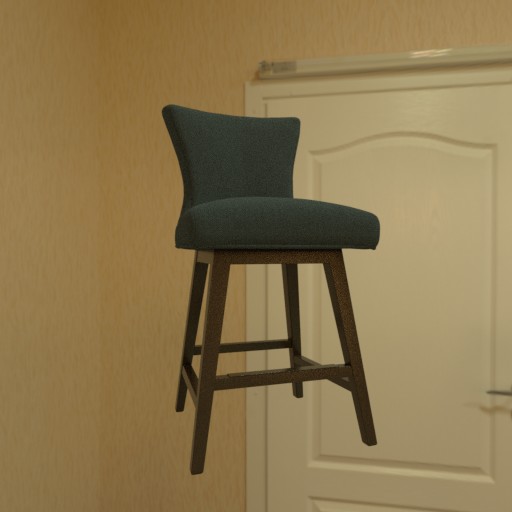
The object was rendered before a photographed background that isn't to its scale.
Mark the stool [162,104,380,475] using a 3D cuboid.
[{"bbox_3d":[0.000,0.000,1.343,0.514,1.000,0.574,0,1,-19],"label":"stool"}]
